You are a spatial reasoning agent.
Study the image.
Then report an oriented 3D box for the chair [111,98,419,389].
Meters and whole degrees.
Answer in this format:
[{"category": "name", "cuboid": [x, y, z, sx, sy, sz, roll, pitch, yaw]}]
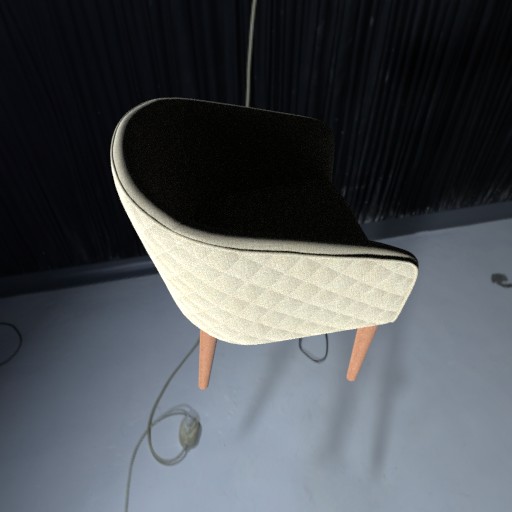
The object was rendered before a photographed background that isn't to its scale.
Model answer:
[{"category": "chair", "cuboid": [0.000, 0.000, 1.226, 0.616, 0.775, 0.584, -10, 48, -9]}]
